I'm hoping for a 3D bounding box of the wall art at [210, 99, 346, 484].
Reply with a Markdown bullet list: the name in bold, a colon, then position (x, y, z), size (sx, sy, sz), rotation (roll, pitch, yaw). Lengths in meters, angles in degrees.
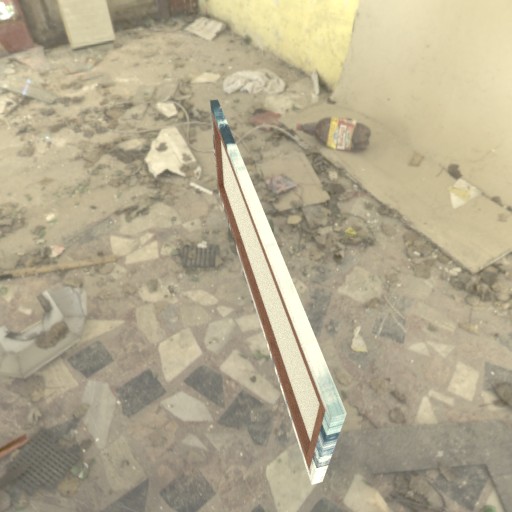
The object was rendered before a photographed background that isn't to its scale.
- **wall art**: position (0.000, 0.000, 1.706), size (0.037, 0.509, 1.524), rotation (-11, 48, -10)
